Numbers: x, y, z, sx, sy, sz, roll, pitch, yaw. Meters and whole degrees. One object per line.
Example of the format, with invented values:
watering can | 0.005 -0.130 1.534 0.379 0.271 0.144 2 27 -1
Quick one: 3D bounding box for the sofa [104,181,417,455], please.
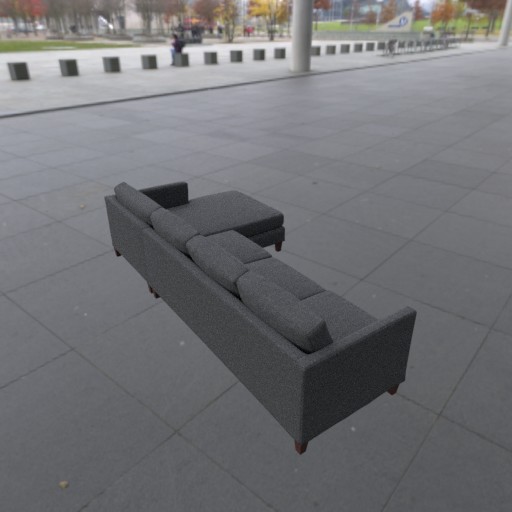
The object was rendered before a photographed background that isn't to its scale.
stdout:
sofa | 0.000 0.000 3.943 1.625 0.846 3.186 -18 33 -31
